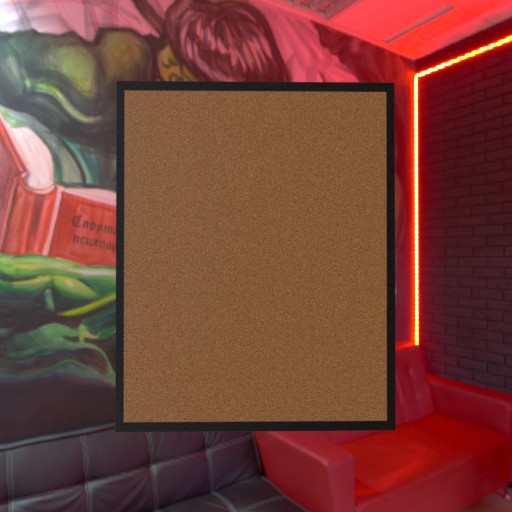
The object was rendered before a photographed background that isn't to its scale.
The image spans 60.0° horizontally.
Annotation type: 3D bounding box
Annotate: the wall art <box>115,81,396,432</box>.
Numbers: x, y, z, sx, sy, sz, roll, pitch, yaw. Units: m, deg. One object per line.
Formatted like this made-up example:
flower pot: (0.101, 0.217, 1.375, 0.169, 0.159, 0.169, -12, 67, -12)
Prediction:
wall art: (0.000, 0.000, 0.482, 0.294, 0.369, 0.030, 0, -1, -1)
